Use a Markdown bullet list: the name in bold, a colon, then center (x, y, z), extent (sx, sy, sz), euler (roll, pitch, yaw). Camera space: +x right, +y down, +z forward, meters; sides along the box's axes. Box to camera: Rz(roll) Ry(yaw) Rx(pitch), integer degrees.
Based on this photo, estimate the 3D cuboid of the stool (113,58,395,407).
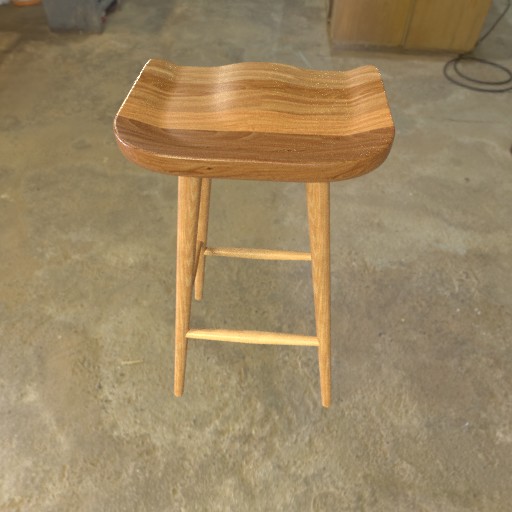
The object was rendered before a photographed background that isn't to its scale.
- **stool**: center (0.000, 0.000, 0.937), extent (0.407, 0.698, 0.322), euler (3, 47, 3)
